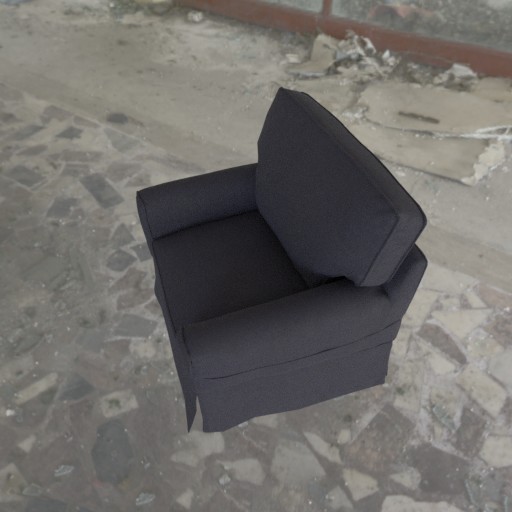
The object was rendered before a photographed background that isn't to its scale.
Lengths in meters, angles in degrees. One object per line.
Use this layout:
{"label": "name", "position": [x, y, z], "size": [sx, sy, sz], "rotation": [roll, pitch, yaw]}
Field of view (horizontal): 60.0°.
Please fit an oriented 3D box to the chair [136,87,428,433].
{"label": "chair", "position": [0.000, 0.000, 2.057], "size": [1.002, 1.140, 1.119], "rotation": [-15, 48, -14]}
